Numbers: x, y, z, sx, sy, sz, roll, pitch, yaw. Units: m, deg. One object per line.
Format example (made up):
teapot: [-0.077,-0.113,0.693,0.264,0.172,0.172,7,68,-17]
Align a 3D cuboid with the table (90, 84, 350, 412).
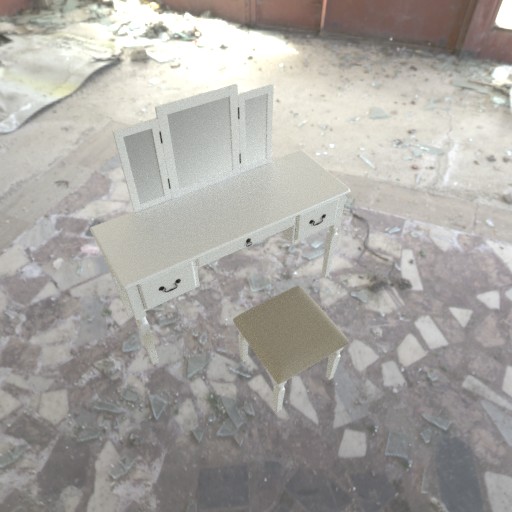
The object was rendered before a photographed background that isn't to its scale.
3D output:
table: [0.000,0.000,2.316,1.369,1.310,1.115,-24,52,-21]
